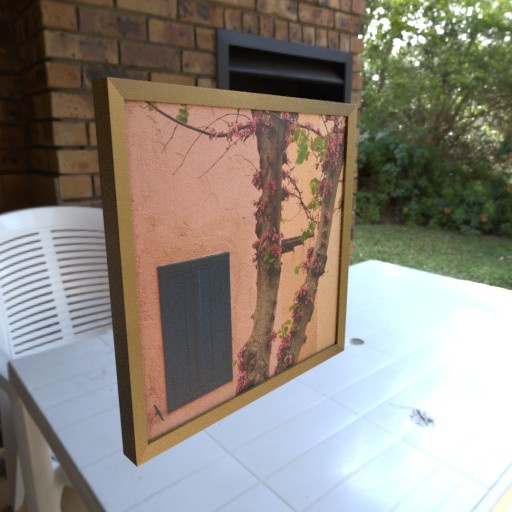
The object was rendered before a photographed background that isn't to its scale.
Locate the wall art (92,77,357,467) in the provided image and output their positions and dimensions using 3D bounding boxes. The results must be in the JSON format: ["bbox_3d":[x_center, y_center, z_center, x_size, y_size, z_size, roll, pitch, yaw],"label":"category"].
[{"bbox_3d":[0.000,0.000,0.742,0.038,0.508,0.507,14,20,43],"label":"wall art"}]
